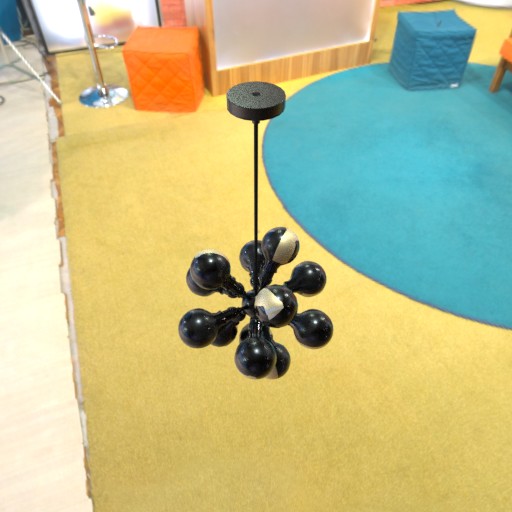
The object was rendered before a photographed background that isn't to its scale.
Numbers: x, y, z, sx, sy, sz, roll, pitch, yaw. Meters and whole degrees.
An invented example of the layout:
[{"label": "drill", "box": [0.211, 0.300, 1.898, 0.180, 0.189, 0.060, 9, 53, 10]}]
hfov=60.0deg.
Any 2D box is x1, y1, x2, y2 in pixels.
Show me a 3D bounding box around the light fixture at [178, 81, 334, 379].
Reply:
[{"label": "light fixture", "box": [0.000, 0.000, 1.128, 0.468, 0.859, 0.420, 23, 50, 21]}]
